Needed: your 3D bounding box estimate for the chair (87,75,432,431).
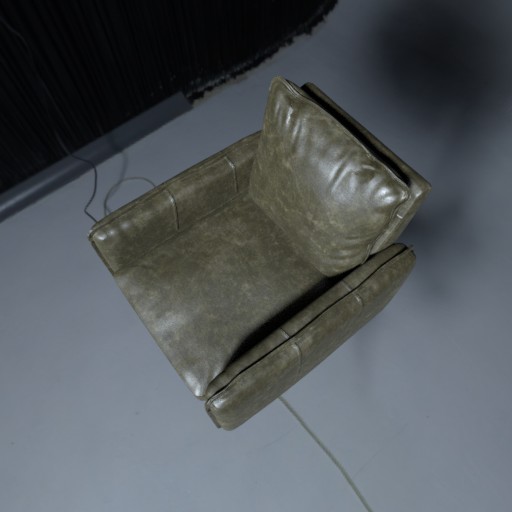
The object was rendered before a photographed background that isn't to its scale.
[{"bbox_3d":[0.000,0.000,1.621,0.921,0.921,0.830,-35,68,-16],"label":"chair"}]
